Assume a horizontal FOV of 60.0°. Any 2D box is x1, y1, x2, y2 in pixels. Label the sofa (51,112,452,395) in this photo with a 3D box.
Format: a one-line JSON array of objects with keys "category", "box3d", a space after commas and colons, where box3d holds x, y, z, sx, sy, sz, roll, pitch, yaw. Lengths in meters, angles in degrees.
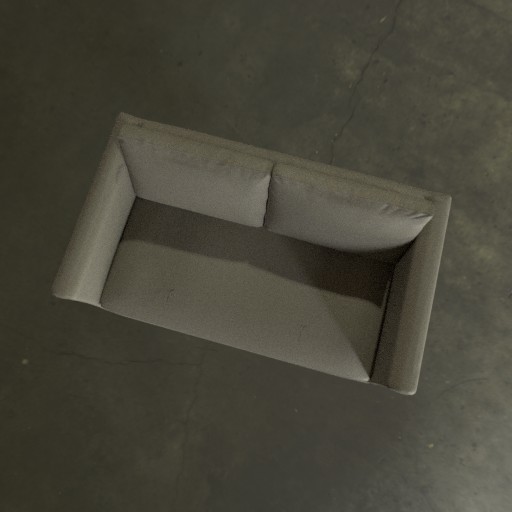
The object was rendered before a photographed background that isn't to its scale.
[{"category": "sofa", "box3d": [0.000, 0.000, 2.162, 1.598, 0.873, 0.899, 15, 77, 3]}]
